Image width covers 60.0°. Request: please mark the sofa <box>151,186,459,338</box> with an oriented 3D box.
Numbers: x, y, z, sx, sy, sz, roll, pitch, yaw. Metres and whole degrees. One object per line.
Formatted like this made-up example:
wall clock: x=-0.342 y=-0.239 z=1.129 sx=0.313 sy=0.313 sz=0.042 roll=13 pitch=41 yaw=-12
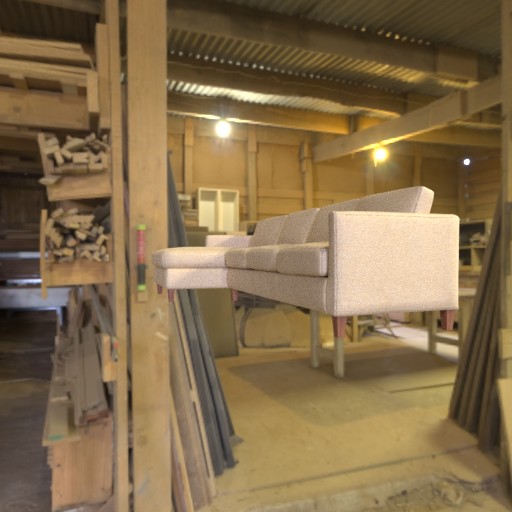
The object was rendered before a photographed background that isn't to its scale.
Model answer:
sofa: x=0.000 y=0.000 z=3.876 sx=1.502 sy=0.876 sz=3.201 roll=0 pitch=0 yaw=-19
